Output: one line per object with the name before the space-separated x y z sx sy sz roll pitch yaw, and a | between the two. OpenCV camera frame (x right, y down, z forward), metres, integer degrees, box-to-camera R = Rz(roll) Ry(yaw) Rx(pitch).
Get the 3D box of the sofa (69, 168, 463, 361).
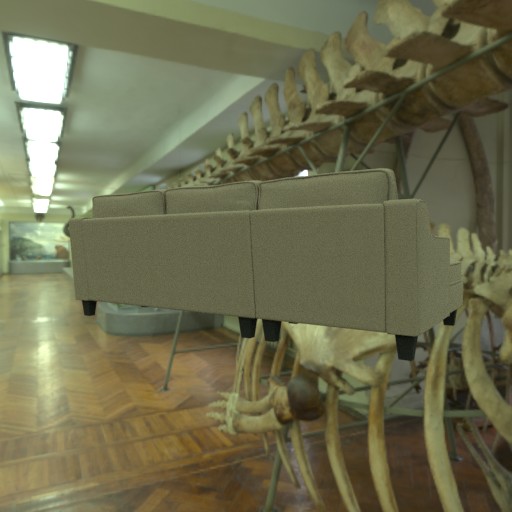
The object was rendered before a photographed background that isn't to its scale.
sofa | 0.000 0.000 3.188 2.561 0.928 1.294 1 2 33
